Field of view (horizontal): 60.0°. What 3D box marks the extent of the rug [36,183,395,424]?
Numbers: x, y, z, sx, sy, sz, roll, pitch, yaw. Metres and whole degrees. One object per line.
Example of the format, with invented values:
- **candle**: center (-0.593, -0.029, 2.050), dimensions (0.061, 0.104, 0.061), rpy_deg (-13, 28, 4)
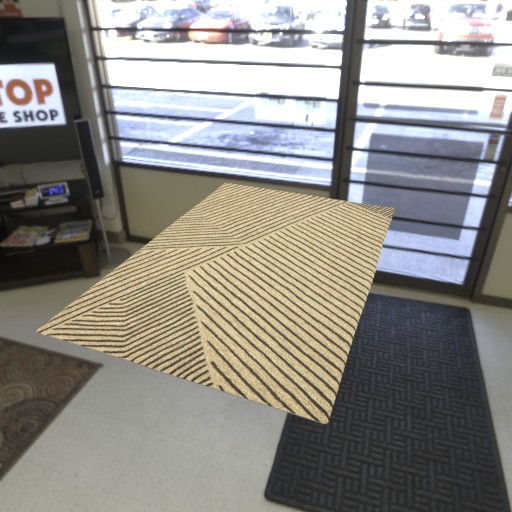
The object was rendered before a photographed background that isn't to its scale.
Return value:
- **rug**: center (0.000, 0.000, 2.374), dimensions (1.237, 0.019, 1.842), rpy_deg (11, 32, 19)
